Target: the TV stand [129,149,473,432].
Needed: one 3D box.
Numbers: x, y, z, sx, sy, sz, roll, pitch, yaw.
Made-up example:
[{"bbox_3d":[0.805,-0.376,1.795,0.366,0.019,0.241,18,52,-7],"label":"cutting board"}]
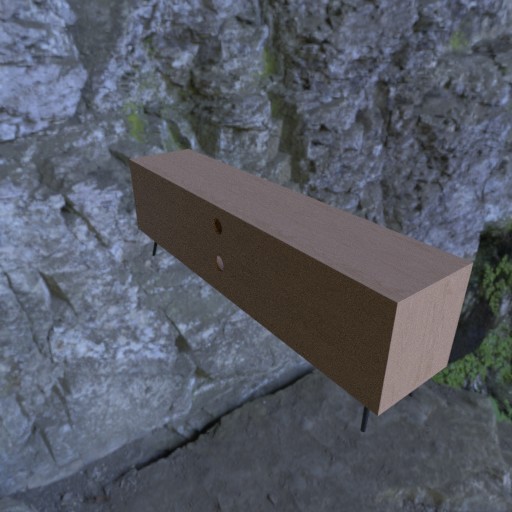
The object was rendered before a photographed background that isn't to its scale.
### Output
[{"bbox_3d":[0.000,0.000,2.024,0.400,0.580,1.760,-19,33,-32],"label":"TV stand"}]
